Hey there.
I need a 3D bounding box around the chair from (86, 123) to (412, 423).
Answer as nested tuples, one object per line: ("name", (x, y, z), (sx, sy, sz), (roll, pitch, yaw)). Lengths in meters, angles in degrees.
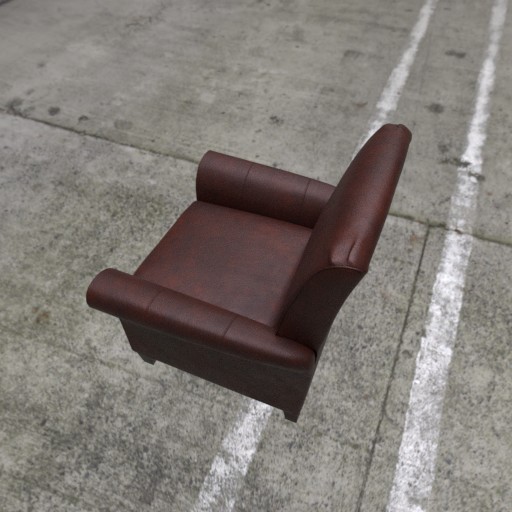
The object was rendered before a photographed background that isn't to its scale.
("chair", (0.000, 0.000, 1.775), (0.902, 1.061, 0.978), (17, 48, 16))
